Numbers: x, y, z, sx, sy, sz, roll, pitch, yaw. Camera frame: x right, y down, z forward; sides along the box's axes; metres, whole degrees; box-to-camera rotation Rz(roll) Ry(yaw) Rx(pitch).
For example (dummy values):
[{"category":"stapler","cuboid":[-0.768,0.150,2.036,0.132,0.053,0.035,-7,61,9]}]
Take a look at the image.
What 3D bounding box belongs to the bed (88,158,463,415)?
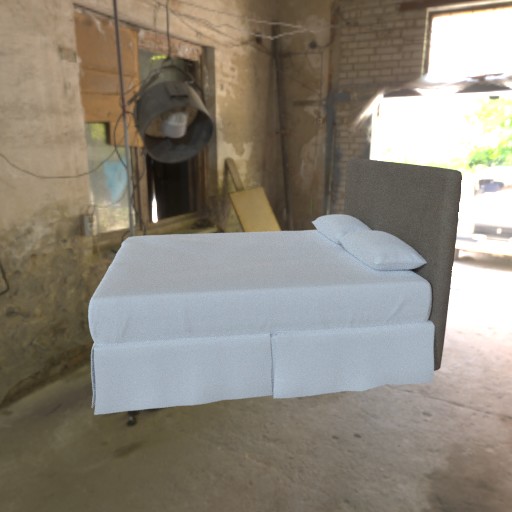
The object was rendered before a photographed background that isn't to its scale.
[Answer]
[{"category":"bed","cuboid":[0.000,0.000,3.233,2.142,1.330,1.723,-2,15,-8]}]
